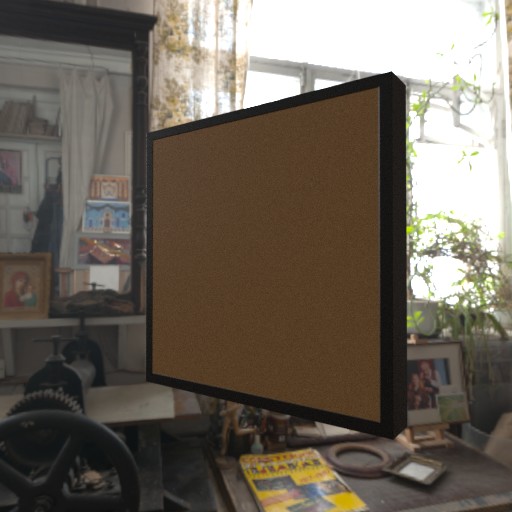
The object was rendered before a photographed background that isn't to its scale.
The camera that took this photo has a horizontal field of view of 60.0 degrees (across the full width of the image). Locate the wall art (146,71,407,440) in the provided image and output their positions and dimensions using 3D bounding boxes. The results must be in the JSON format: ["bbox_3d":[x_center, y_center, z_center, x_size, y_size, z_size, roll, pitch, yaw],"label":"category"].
[{"bbox_3d":[0.000,0.000,0.468,0.304,0.304,0.038,-1,-1,36],"label":"wall art"}]
